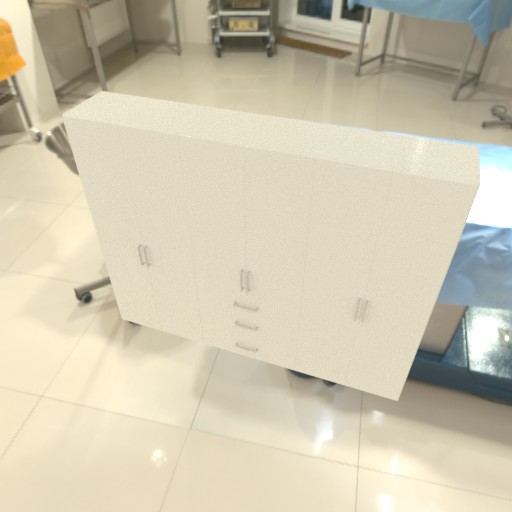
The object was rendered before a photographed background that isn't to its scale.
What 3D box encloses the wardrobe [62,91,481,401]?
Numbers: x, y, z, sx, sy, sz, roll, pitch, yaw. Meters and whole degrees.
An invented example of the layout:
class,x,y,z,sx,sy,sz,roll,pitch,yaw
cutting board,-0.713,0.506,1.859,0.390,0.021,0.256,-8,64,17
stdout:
class,x,y,z,sx,sy,sz,roll,pitch,yaw
wardrobe,0.000,0.000,3.946,3.000,2.360,0.580,13,42,15
